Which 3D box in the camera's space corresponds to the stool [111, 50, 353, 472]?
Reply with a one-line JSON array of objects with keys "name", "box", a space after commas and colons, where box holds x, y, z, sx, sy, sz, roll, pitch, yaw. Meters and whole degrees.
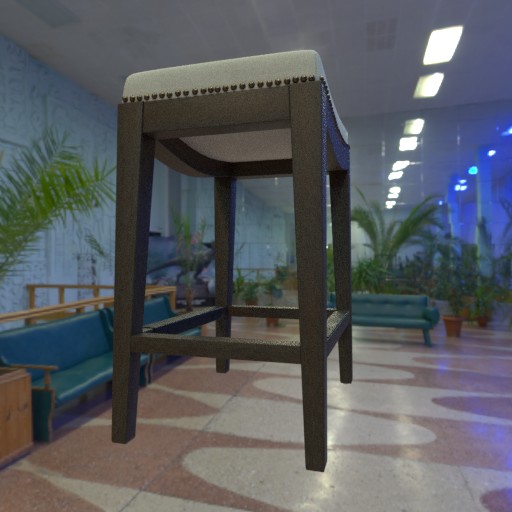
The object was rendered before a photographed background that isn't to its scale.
[{"name": "stool", "box": [0.000, 0.000, 0.937, 0.361, 0.642, 0.500, 0, 0, 17]}]
